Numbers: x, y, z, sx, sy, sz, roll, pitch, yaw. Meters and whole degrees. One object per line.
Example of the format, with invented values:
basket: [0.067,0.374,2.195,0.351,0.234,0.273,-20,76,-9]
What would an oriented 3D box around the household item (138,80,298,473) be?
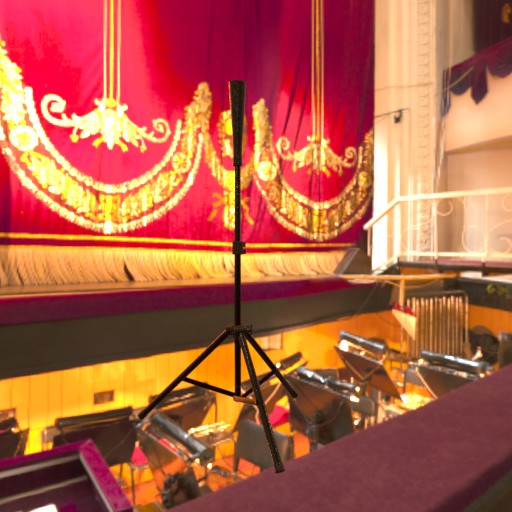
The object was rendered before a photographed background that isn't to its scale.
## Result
household item: [0.000,0.000,1.372,0.559,1.067,0.559,-1,2,-36]
